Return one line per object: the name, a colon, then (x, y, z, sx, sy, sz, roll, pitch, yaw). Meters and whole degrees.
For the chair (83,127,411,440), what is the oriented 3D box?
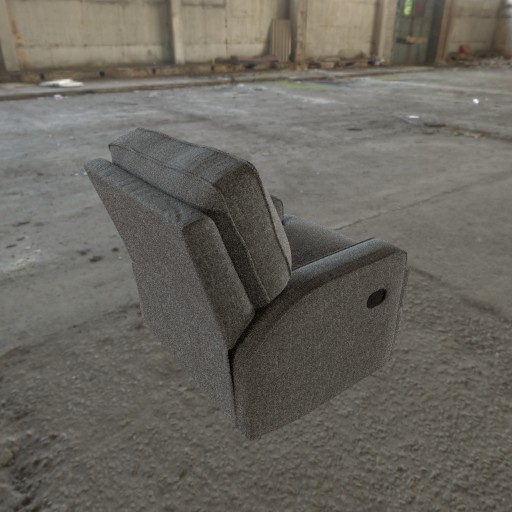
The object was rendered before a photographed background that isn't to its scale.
chair: (0.000, 0.000, 1.698, 0.964, 0.962, 0.861, -18, 32, -32)
